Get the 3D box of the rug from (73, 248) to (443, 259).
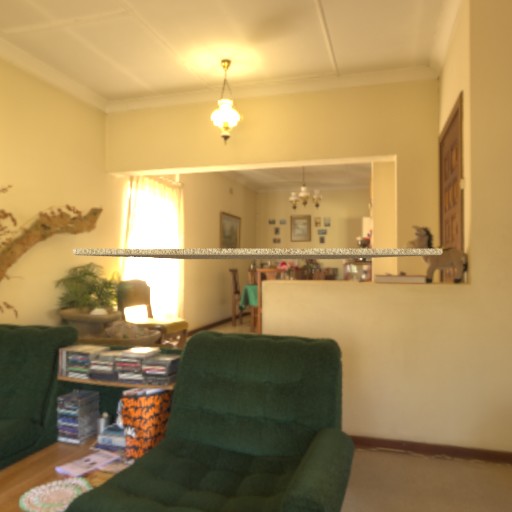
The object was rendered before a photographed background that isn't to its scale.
[{"bbox_3d":[0.000,0.000,2.936,1.500,0.025,2.349,0,-1,0],"label":"rug"}]
